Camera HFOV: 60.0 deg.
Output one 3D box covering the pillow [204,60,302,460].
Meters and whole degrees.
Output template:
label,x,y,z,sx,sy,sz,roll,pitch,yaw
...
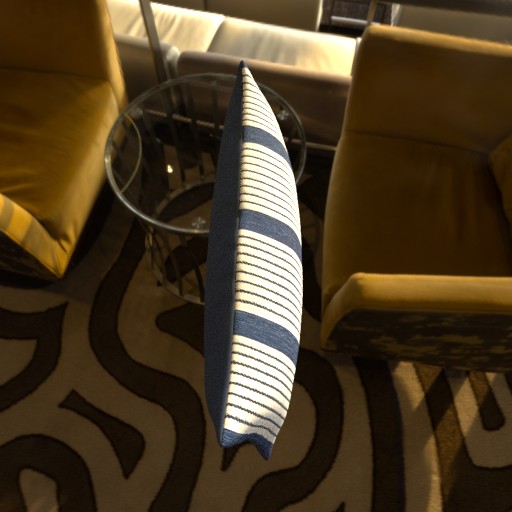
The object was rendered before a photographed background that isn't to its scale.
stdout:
label,x,y,z,sx,sy,sz,roll,pitch,yaw
pillow,0.000,0.000,0.737,0.156,0.292,0.608,1,62,1
